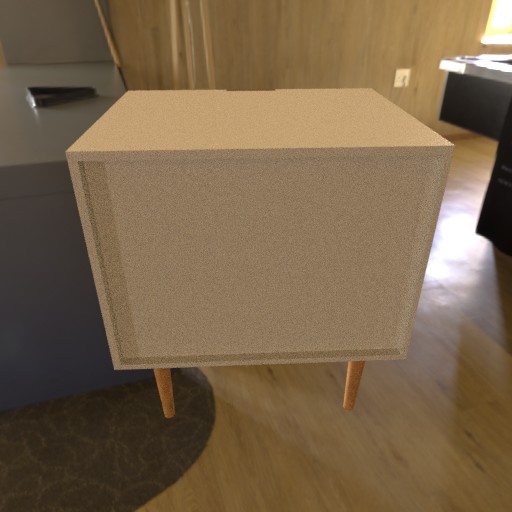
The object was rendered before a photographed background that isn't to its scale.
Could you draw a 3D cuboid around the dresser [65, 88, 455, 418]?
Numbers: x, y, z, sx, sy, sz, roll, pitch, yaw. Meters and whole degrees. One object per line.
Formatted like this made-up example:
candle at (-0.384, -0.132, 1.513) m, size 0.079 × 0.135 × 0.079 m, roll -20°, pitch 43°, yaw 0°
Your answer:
dresser at (0.000, 0.000, 0.893) m, size 0.503 × 0.568 × 0.414 m, roll -1°, pitch 31°, yaw -2°
